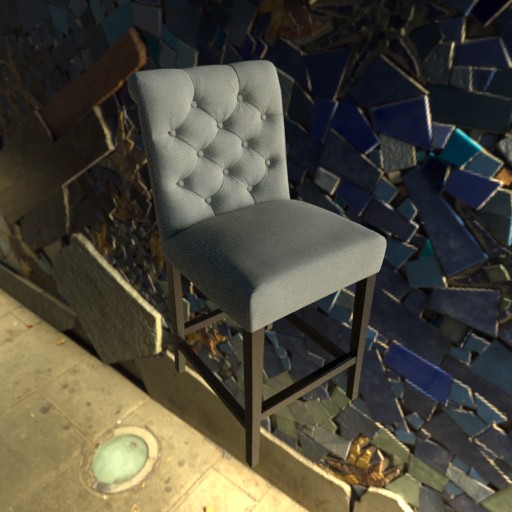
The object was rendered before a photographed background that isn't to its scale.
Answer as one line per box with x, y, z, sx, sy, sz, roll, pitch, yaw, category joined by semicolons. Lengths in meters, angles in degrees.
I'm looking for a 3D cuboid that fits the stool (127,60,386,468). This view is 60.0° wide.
0.000;0.000;1.366;0.493;1.040;0.601;-20;36;-31;stool
